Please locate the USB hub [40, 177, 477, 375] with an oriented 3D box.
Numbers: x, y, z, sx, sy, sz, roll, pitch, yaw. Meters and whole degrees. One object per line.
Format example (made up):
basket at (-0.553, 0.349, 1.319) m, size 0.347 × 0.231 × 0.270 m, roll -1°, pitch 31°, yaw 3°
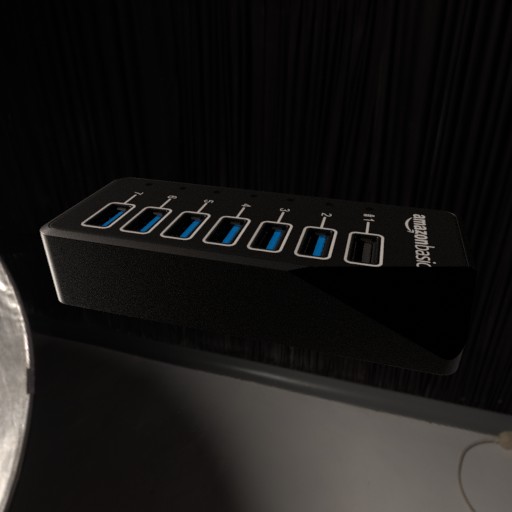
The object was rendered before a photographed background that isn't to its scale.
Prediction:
USB hub at (0.000, 0.000, 0.127) m, size 0.110 × 0.023 × 0.044 m, roll 8°, pitch 31°, yaw 14°
